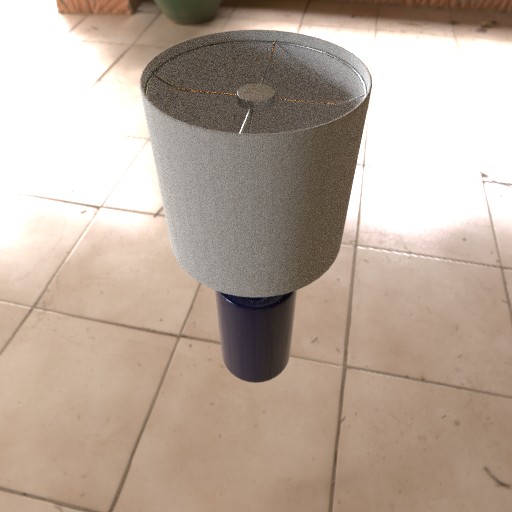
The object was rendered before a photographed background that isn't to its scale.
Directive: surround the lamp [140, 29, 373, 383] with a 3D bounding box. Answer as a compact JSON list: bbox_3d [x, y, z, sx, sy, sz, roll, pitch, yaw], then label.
[{"bbox_3d":[0.000,0.000,0.588,0.212,0.493,0.212,8,47,8],"label":"lamp"}]
